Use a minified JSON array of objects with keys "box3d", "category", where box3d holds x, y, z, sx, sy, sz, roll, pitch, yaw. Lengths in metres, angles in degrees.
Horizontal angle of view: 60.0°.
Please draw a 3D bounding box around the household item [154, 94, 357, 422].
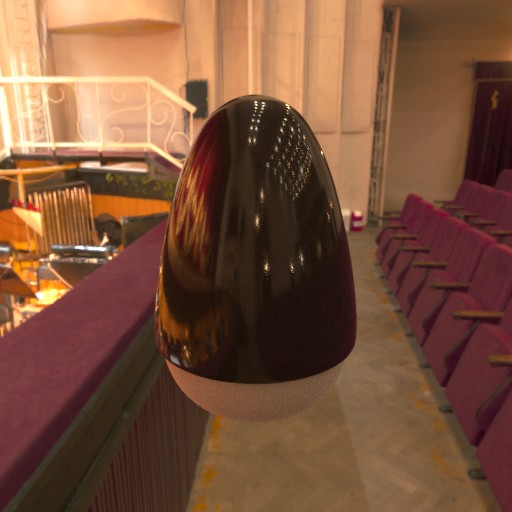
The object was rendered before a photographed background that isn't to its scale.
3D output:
[{"box3d":[0.000,0.000,0.221,0.102,0.152,0.104,2,16,7],"category":"household item"}]
